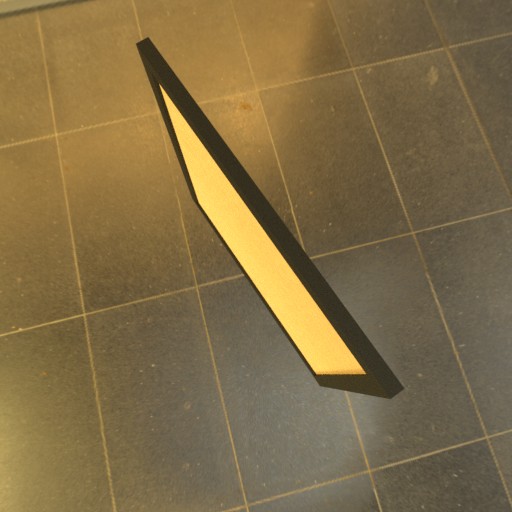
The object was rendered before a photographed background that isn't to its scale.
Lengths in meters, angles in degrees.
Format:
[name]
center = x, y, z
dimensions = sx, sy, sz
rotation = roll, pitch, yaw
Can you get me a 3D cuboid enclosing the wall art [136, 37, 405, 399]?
[wall art]
center = 0.000, 0.000, 0.520
dimensions = 0.013, 0.356, 0.356
rotation = -33, 78, -8
